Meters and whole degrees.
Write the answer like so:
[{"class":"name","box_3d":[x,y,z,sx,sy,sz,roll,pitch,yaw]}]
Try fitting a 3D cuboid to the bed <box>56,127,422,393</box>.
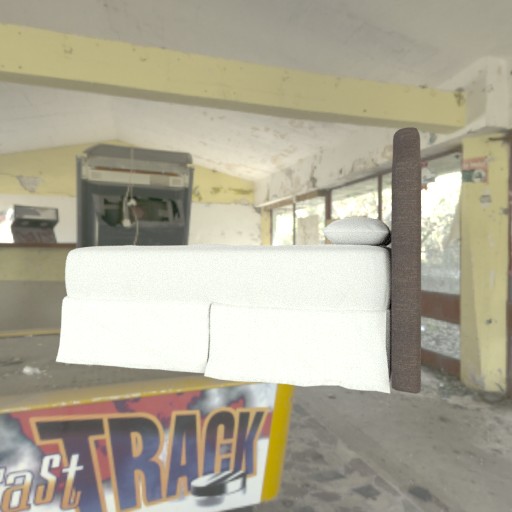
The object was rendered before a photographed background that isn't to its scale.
[{"class":"bed","box_3d":[0.000,0.000,3.105,2.116,1.290,1.693,0,1,19]}]
